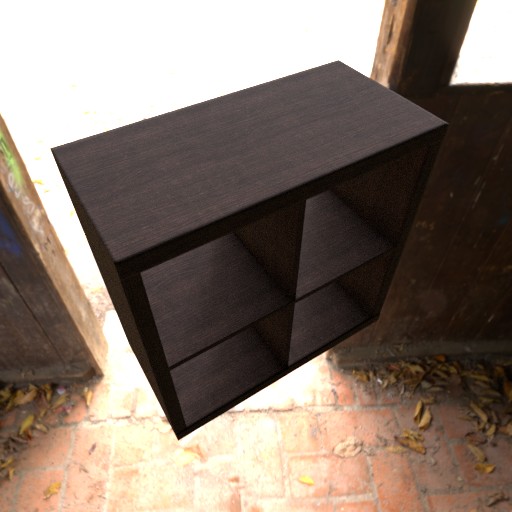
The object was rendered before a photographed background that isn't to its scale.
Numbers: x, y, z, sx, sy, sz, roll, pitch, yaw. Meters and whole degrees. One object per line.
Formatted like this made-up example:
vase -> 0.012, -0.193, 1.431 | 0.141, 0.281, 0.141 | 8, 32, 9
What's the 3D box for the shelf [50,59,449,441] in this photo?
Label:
shelf -> 0.000, 0.000, 1.264 | 0.790, 0.786, 0.390 | -25, 53, -21
